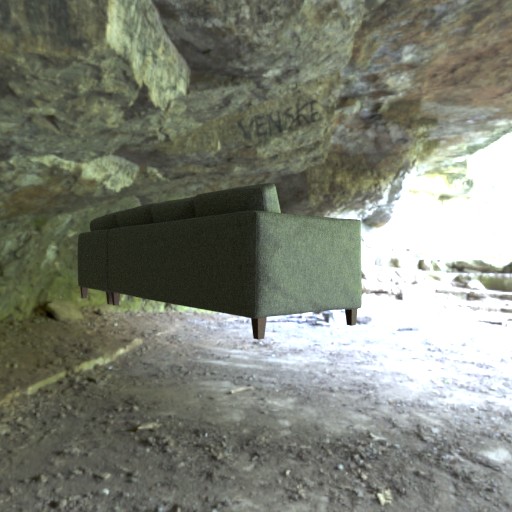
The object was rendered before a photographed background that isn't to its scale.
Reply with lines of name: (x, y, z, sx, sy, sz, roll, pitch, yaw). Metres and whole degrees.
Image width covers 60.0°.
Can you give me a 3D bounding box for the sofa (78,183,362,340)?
sofa: (0.000, 0.000, 4.499, 2.593, 0.947, 3.302, 0, 0, -38)
